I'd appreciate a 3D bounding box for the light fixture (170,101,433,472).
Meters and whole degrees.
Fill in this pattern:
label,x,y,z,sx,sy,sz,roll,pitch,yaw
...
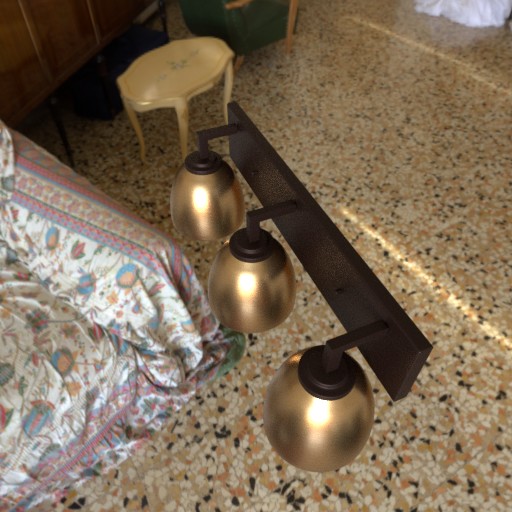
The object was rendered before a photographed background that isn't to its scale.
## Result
label,x,y,z,sx,sy,sz,roll,pitch,yaw
light fixture,0.000,0.000,0.666,0.157,0.204,0.582,-17,49,-16
